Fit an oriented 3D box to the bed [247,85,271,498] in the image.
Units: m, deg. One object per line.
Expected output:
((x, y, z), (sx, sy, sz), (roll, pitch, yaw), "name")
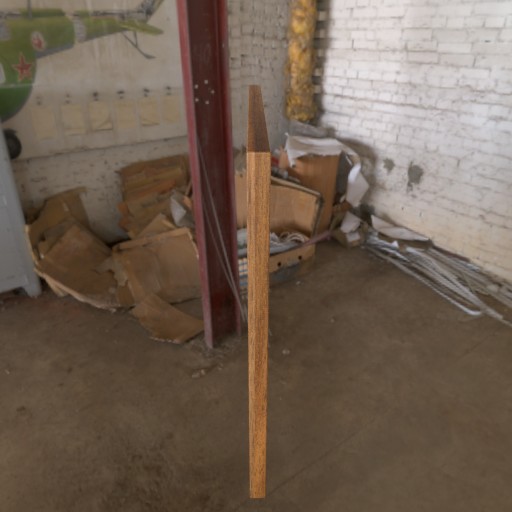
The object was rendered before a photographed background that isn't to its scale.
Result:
((0.000, 0.000, 1.449), (0.043, 0.940, 1.041), (0, 27, 0), "bed")
